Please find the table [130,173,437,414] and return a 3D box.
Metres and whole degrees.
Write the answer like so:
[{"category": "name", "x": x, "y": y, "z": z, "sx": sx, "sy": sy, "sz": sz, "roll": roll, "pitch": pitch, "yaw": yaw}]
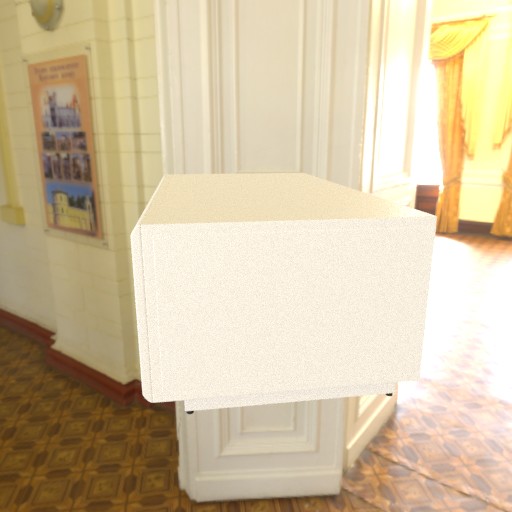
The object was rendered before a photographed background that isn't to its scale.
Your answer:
[{"category": "table", "x": 0.000, "y": 0.000, "z": 1.449, "sx": 0.639, "sy": 0.442, "sz": 1.097, "roll": -2, "pitch": 15, "yaw": -8}]
